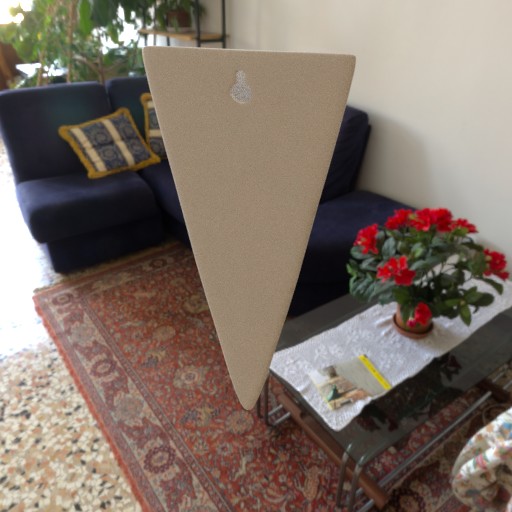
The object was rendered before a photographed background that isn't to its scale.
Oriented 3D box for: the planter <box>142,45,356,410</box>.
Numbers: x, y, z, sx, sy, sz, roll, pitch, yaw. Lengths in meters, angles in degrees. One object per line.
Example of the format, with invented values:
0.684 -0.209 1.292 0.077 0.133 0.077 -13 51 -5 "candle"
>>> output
0.000 0.000 0.390 0.143 0.338 0.065 10 33 15 "planter"
